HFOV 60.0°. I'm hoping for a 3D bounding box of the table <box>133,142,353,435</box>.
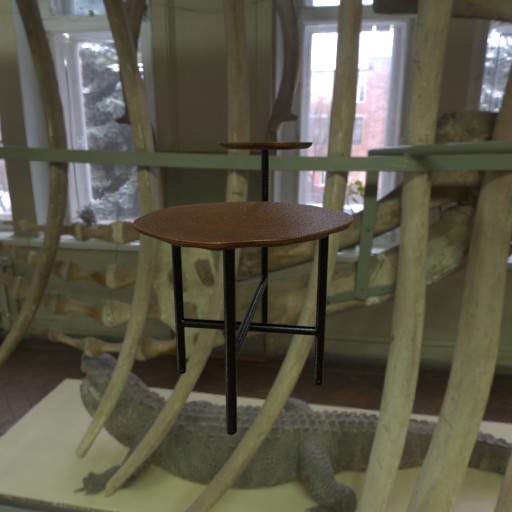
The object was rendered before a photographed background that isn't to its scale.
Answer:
[{"bbox_3d":[0.000,0.000,1.082,0.442,0.538,0.759,2,15,9],"label":"table"}]
